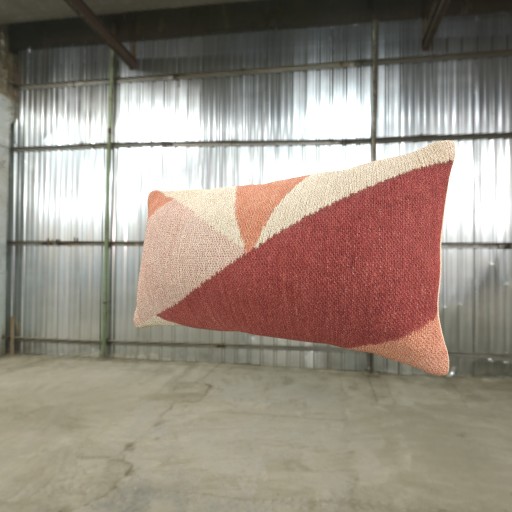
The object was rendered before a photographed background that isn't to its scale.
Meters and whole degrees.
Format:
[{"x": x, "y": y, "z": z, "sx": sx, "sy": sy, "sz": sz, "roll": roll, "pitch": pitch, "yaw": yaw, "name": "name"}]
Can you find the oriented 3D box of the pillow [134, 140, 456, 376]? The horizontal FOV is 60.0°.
[{"x": 0.000, "y": 0.000, "z": 0.729, "sx": 0.609, "sy": 0.292, "sz": 0.155, "roll": -1, "pitch": -1, "yaw": 38, "name": "pillow"}]
